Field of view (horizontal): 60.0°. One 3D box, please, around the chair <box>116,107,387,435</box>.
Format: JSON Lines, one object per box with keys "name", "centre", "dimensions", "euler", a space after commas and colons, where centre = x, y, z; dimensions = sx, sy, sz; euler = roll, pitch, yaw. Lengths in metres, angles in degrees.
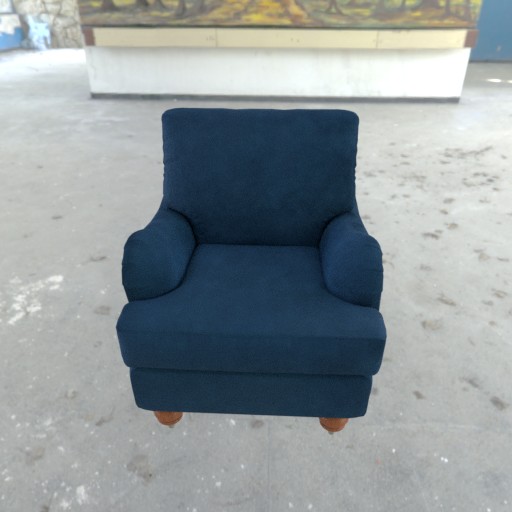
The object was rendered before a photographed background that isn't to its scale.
{"name": "chair", "centre": [0.000, 0.000, 1.829], "dimensions": [0.895, 1.076, 1.078], "euler": [1, 30, 2]}
